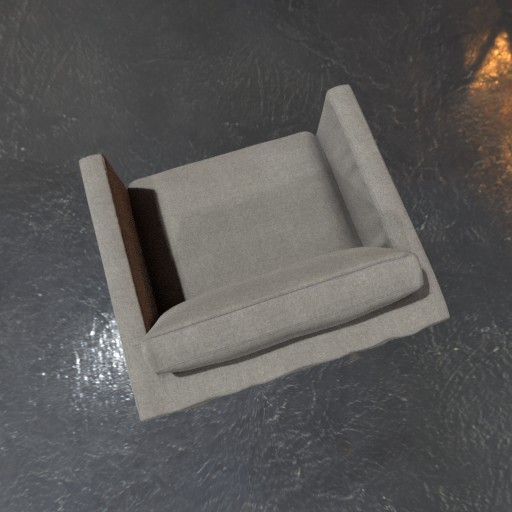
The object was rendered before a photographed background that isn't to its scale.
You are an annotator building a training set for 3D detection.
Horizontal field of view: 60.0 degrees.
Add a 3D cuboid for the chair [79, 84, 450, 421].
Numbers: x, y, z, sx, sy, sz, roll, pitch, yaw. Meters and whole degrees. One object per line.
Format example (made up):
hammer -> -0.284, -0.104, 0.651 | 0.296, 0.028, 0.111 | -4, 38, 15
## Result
chair -> 0.000, 0.000, 1.733 | 1.057, 0.863, 0.949 | -17, 74, -5
